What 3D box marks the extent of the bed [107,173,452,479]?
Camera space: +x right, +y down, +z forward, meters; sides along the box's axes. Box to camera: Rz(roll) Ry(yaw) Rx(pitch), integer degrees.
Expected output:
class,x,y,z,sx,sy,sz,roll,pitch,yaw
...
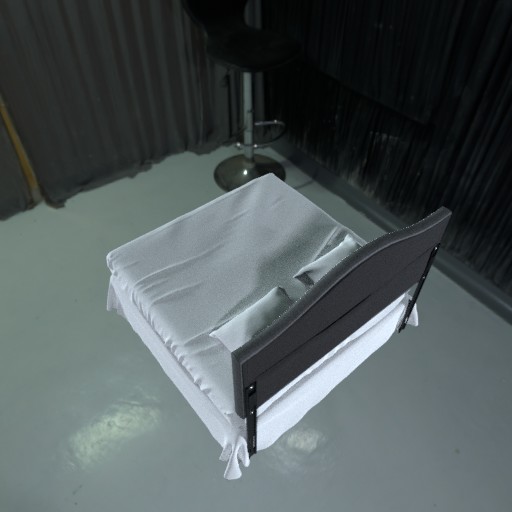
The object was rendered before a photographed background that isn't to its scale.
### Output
class,x,y,z,sx,sy,sz,roll,pitch,yaw
bed,0.000,0.000,3.807,2.314,1.651,2.219,-31,54,-26
